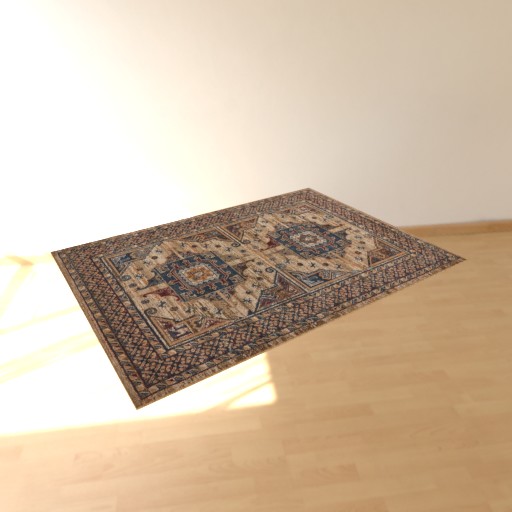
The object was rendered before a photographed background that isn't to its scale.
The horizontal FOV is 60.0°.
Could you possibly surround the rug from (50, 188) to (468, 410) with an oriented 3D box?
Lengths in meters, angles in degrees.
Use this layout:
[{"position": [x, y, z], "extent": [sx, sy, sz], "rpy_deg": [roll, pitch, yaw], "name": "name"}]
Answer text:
[{"position": [0.000, 0.000, 2.908], "extent": [2.227, 0.008, 1.611], "rpy_deg": [-18, 33, -29], "name": "rug"}]
